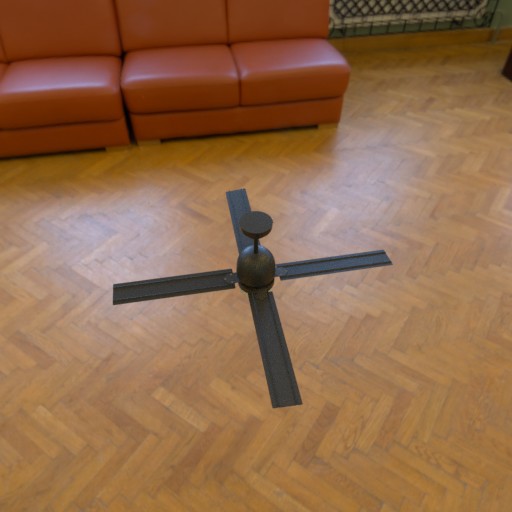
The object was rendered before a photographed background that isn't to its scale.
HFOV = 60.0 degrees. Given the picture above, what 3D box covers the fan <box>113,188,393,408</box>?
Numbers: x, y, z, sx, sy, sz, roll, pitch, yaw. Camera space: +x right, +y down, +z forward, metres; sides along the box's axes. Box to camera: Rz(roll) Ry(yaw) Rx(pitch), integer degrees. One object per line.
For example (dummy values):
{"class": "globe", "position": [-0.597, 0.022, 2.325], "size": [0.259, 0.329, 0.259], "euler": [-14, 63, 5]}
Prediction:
{"class": "fan", "position": [0.000, 0.000, 1.996], "size": [1.319, 0.410, 1.319], "euler": [-9, 47, -8]}
